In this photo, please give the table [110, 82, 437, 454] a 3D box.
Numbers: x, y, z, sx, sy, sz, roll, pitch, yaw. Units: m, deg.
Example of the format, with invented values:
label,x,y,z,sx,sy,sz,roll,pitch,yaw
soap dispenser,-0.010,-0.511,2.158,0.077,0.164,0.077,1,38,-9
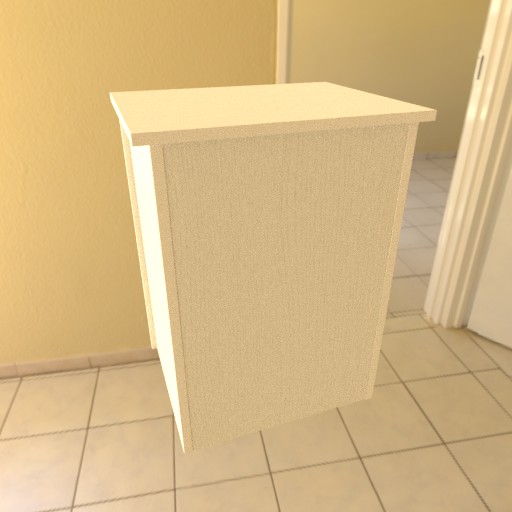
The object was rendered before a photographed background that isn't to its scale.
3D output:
label,x,y,z,sx,sy,sz,roll,pitch,yaw
table,0.000,0.000,0.946,0.480,0.635,0.381,-10,30,-18
